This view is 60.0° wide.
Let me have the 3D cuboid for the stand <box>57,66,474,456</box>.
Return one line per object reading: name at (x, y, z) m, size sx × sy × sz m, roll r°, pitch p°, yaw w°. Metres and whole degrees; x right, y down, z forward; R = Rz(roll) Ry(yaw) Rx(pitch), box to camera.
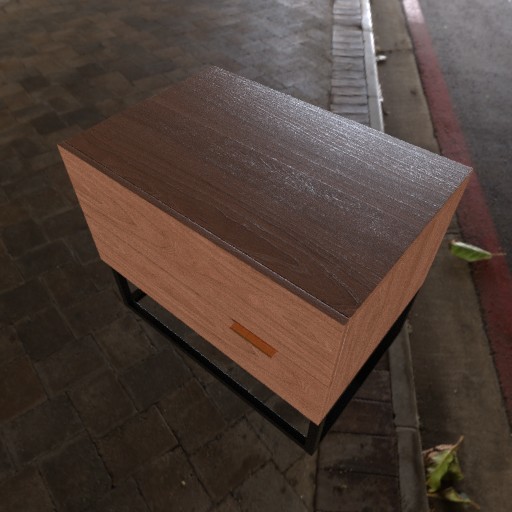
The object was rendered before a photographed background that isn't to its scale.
stand at (0.000, 0.000, 0.947) m, size 0.600 × 0.500 × 0.420 m, roll 32°, pitch 55°, yaw 25°
